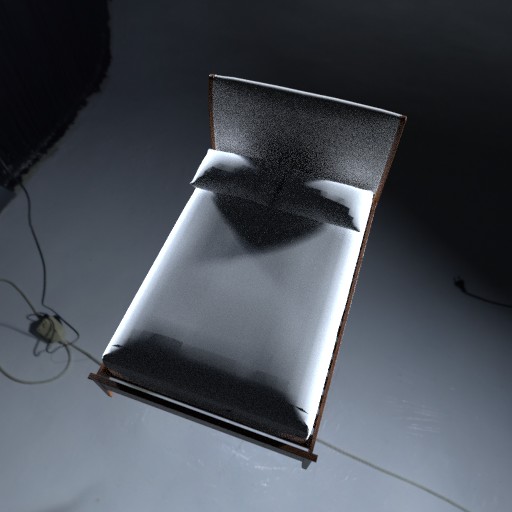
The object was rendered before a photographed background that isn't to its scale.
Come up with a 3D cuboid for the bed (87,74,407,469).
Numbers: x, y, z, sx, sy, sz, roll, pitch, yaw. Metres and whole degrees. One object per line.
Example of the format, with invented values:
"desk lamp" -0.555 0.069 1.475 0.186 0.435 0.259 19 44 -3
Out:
"bed" 0.000 0.000 3.324 1.612 1.250 2.380 16 58 10
